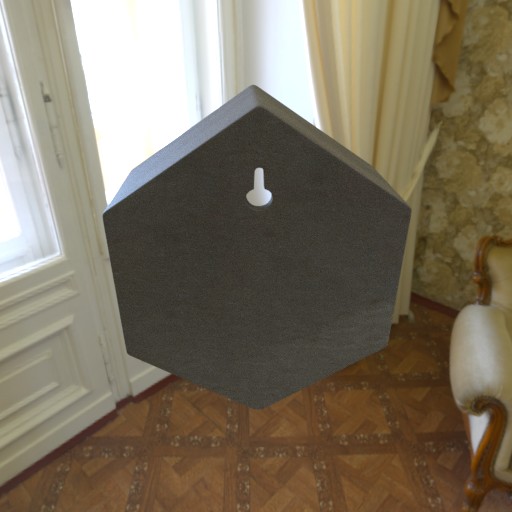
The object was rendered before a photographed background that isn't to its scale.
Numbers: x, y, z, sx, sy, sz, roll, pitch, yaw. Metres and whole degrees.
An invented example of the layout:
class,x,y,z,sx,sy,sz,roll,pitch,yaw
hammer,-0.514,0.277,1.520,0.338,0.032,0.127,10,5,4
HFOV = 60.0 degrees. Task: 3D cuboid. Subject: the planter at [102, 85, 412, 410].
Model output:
class,x,y,z,sx,sy,sz,roll,pitch,yaw
planter,0.000,0.000,0.297,0.169,0.206,0.077,-1,28,-2
